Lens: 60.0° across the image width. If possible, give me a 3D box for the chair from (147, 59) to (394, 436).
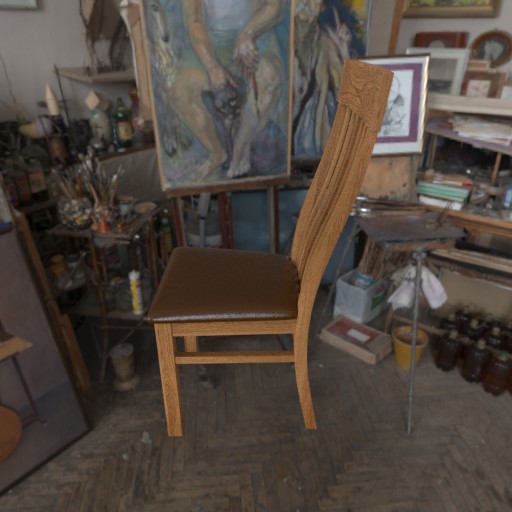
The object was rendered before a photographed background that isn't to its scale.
[{"bbox_3d":[0.000,0.000,1.319,0.580,1.050,0.450,0,27,0],"label":"chair"}]
